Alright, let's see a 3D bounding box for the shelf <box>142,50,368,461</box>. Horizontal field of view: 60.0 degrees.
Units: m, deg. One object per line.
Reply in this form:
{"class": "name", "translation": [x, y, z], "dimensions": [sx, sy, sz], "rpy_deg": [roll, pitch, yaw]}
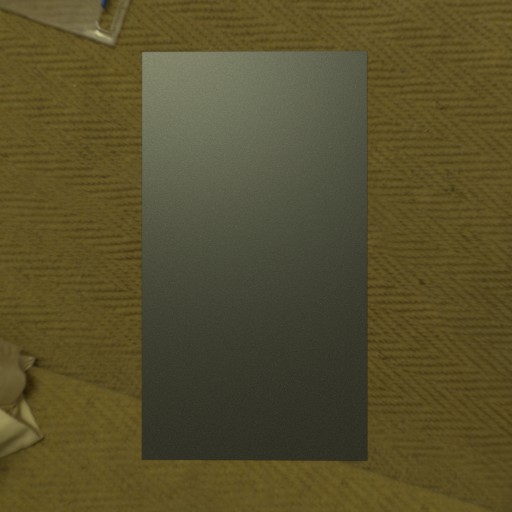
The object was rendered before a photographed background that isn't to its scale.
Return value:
{"class": "shelf", "translation": [0.000, 0.000, 1.350], "dimensions": [0.498, 0.749, 0.902], "rpy_deg": [0, 90, 1]}
